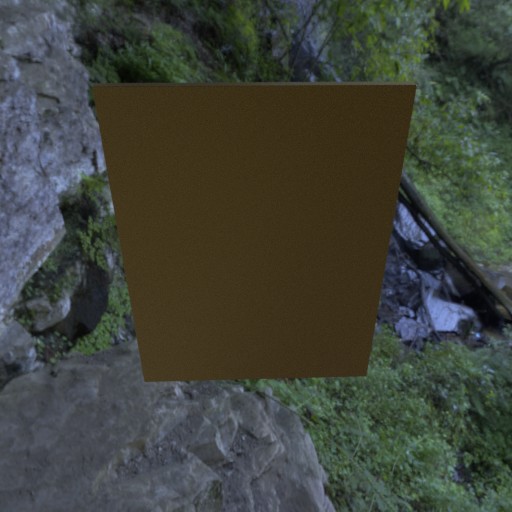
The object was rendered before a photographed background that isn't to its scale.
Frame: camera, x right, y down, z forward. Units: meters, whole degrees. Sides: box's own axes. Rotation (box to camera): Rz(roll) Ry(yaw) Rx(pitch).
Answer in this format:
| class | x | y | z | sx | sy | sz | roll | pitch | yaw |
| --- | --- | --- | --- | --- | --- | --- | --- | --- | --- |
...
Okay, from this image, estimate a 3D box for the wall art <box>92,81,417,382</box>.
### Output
| class | x | y | z | sx | sy | sz | roll | pitch | yaw |
| --- | --- | --- | --- | --- | --- | --- | --- | --- | --- |
| wall art | 0.000 | 0.000 | 1.039 | 0.610 | 0.762 | 0.038 | -1 | 30 | -2 |
